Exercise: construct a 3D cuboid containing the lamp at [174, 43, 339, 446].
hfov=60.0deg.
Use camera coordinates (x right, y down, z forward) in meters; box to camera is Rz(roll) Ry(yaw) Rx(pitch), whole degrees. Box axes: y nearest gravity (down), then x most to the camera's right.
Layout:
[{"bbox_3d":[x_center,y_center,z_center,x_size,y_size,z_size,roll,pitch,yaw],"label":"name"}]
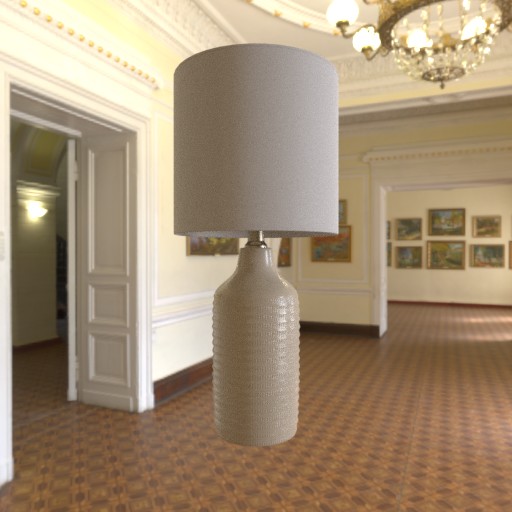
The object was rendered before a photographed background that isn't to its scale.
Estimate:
[{"bbox_3d":[0.000,0.000,0.604,0.220,0.475,0.220,0,0,36],"label":"lamp"}]
